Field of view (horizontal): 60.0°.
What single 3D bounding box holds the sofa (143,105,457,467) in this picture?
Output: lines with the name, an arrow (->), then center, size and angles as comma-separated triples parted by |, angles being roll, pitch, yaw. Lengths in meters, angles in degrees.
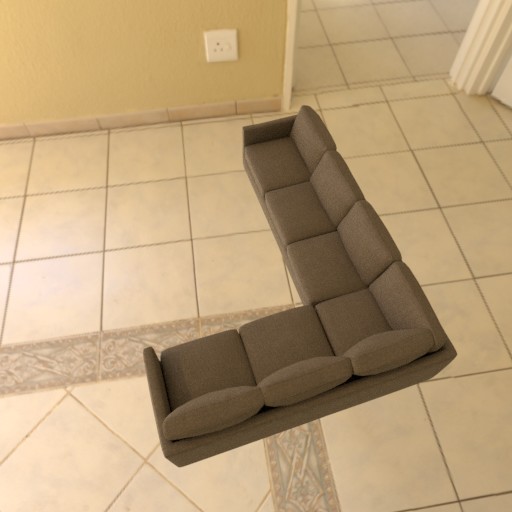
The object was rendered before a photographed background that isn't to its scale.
sofa -> 0.000, 0.000, 4.570 | 2.593, 0.947, 3.302 | -16, 59, -10
